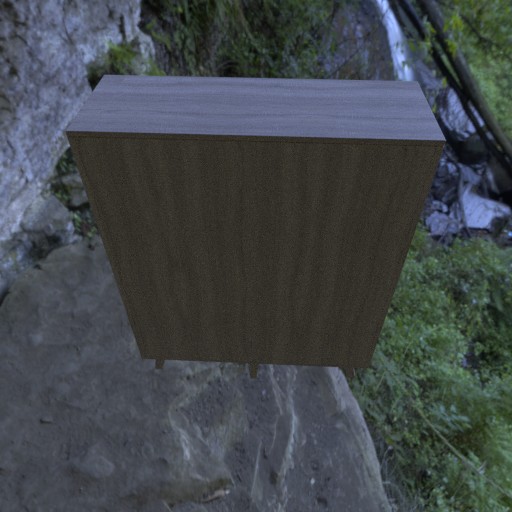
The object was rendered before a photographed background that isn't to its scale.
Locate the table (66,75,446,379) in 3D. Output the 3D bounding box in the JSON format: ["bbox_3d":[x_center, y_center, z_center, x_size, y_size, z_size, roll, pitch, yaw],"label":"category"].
[{"bbox_3d":[0.000,0.000,1.921,1.111,1.388,0.398,2,45,2],"label":"table"}]
